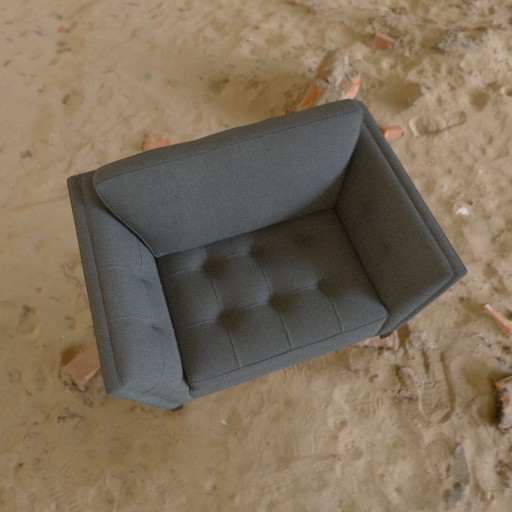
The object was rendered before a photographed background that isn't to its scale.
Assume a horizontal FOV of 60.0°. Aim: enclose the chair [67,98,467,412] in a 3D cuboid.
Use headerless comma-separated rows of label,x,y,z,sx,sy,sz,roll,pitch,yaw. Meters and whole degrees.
chair,0.000,0.000,2.065,1.396,0.942,0.965,-17,65,-8
